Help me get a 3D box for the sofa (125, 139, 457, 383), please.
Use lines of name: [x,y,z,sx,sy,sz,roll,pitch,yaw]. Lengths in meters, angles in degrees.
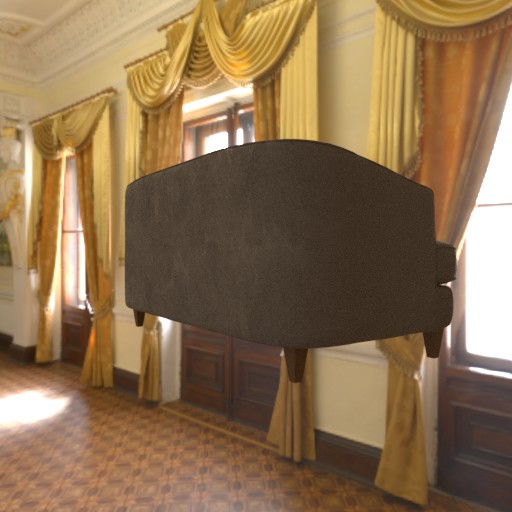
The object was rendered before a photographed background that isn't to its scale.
sofa: [0.000,0.000,2.311,0.941,0.855,1.733,0,1,-36]
